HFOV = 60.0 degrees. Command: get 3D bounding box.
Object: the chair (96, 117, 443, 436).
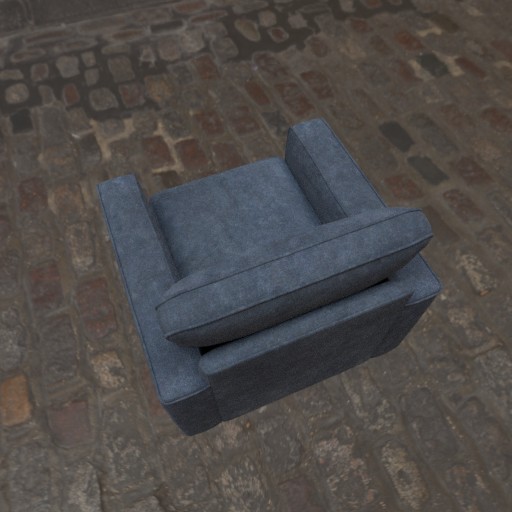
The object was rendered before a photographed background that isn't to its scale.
[{"bbox_3d":[0.000,0.000,1.752,1.015,0.965,0.939,-20,61,-12],"label":"chair"}]
